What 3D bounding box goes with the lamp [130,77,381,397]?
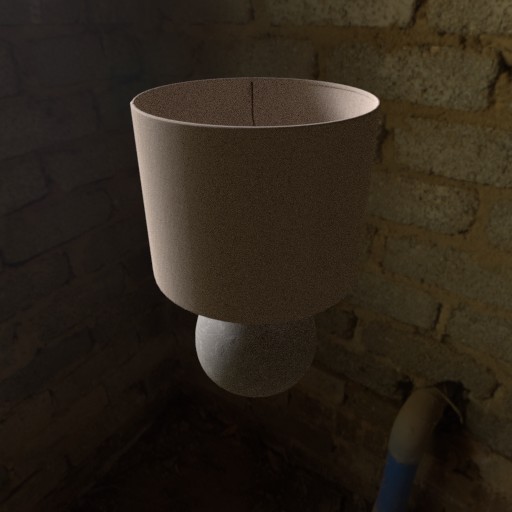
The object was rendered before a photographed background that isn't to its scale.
[{"bbox_3d":[0.000,0.000,0.593,0.269,0.409,0.269,-1,30,-2],"label":"lamp"}]
